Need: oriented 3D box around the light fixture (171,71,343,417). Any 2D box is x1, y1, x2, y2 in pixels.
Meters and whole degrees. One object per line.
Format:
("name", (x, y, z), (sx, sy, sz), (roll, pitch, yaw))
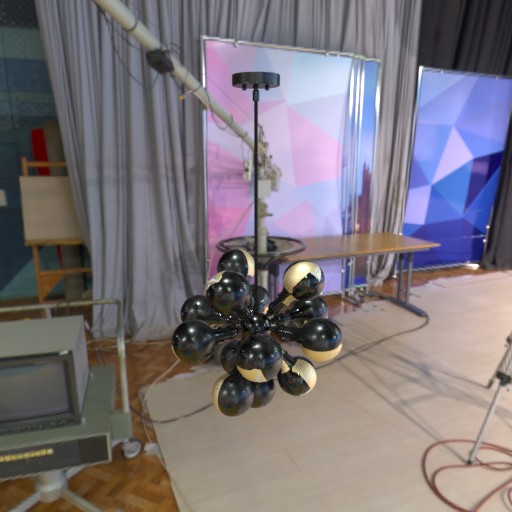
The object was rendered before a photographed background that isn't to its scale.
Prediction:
("light fixture", (0.000, 0.000, 1.127), (0.468, 0.859, 0.420), (8, 17, 27))
